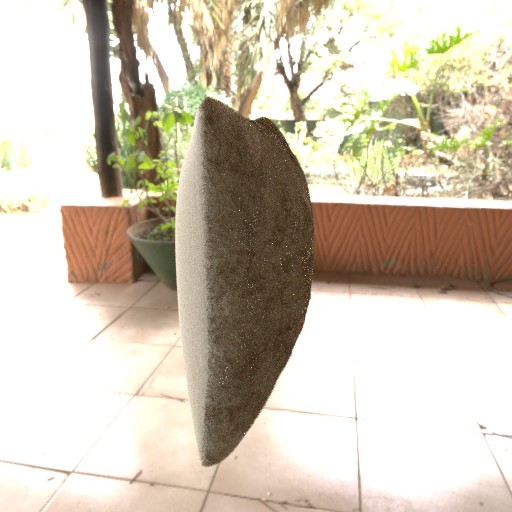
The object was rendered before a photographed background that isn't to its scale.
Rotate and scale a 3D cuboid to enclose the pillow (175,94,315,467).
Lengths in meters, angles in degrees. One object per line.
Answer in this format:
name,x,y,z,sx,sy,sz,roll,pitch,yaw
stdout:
pillow,0.000,0.000,0.821,0.216,0.525,0.538,3,15,9
